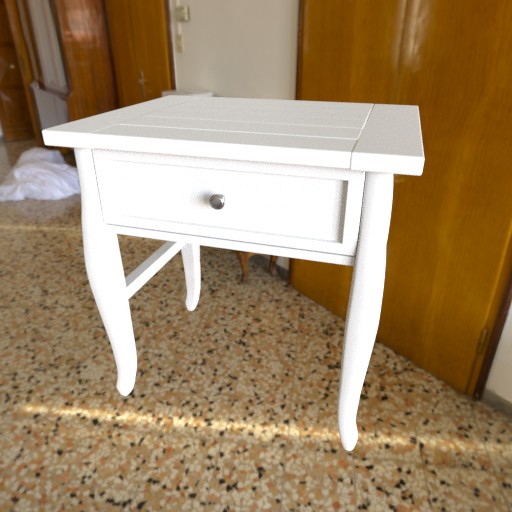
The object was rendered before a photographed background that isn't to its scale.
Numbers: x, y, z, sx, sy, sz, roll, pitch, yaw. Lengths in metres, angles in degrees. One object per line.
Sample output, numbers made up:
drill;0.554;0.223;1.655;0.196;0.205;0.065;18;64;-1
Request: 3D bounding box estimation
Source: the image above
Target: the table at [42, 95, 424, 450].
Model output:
table;0.000;0.000;0.985;0.599;0.605;0.463;8;28;15
